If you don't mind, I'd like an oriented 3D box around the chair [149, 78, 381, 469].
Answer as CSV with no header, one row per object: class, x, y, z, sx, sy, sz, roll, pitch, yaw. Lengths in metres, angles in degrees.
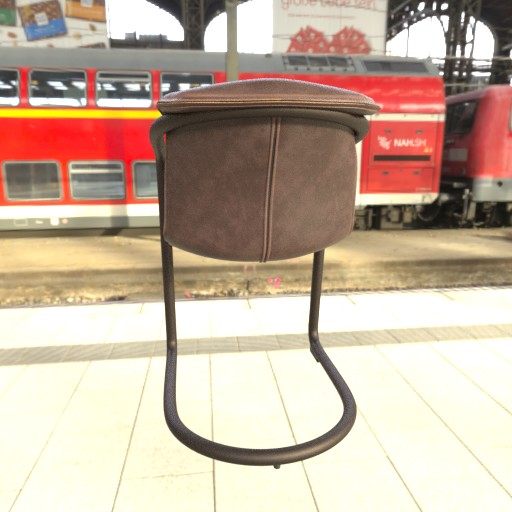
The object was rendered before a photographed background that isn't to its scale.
chair,0.000,0.000,1.212,0.536,0.836,0.664,-2,13,-8
